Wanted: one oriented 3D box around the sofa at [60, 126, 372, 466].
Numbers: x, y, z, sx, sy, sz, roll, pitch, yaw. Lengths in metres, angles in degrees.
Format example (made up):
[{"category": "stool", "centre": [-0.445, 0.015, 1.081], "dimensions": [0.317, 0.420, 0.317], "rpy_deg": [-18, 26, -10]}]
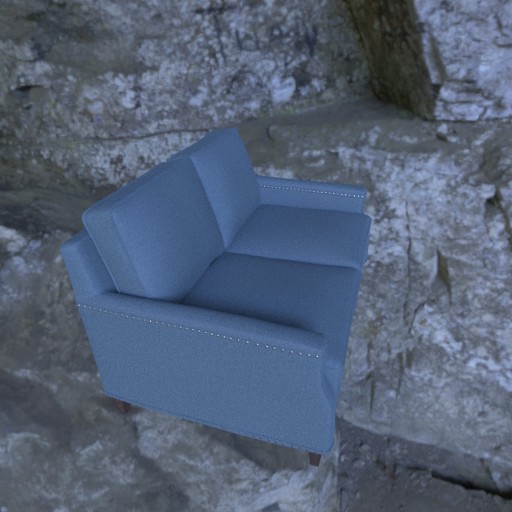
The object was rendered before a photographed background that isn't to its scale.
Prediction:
[{"category": "sofa", "centre": [0.000, 0.000, 2.286], "dimensions": [1.084, 1.003, 1.597], "rpy_deg": [9, 31, 15]}]
